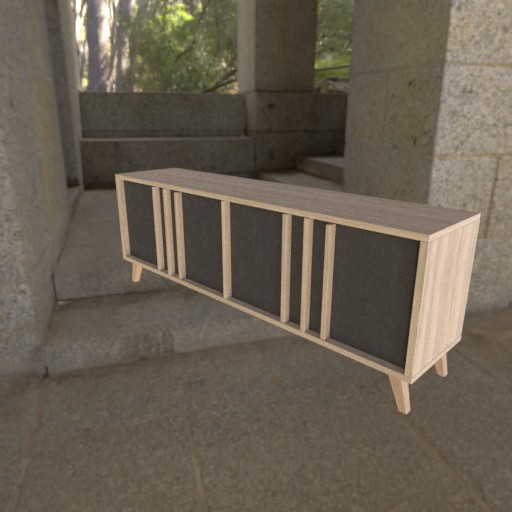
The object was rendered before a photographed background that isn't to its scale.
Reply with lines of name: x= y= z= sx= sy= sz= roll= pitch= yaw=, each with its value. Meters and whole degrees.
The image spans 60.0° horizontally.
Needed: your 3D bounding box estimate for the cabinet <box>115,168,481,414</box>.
cabinet: x=0.000 y=0.000 z=2.568 sx=2.198 sy=0.779 sz=0.499 roll=17 pitch=25 yaw=42
